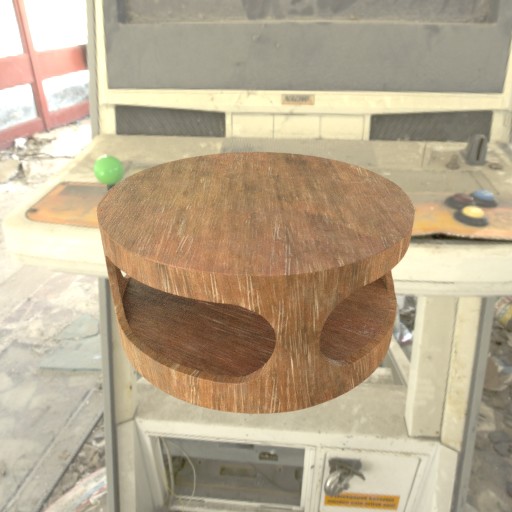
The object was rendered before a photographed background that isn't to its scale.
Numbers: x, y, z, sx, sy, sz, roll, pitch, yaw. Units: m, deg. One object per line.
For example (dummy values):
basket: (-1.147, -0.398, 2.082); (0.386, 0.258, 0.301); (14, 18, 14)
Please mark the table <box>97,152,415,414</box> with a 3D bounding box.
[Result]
table: (0.000, 0.000, 1.533); (0.974, 0.450, 0.974); (0, 29, 0)
